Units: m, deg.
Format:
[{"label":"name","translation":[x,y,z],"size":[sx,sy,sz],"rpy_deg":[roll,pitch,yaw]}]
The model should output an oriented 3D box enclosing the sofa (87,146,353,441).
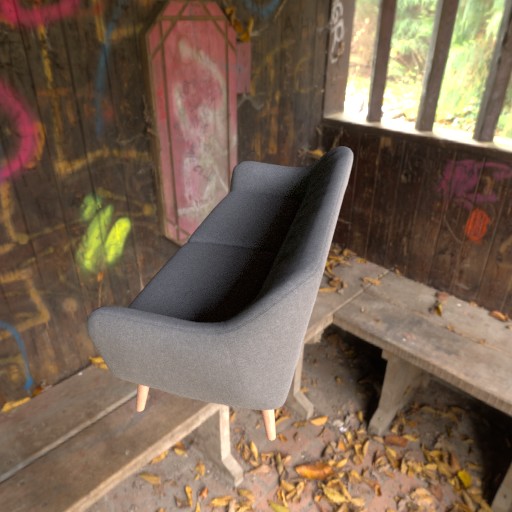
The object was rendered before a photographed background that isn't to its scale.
[{"label":"sofa","translation":[0.000,0.000,2.305],"size":[0.820,0.820,1.840],"rpy_deg":[8,30,13]}]
